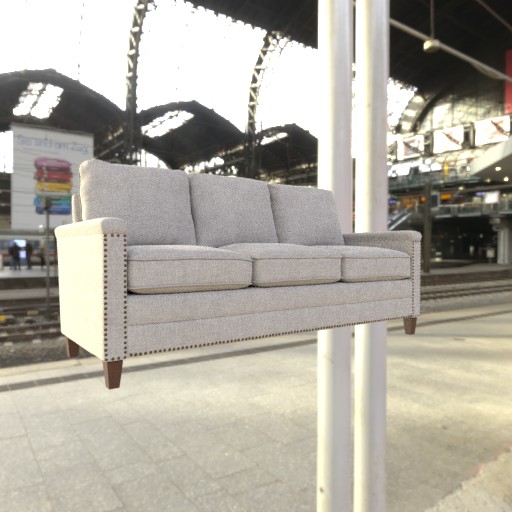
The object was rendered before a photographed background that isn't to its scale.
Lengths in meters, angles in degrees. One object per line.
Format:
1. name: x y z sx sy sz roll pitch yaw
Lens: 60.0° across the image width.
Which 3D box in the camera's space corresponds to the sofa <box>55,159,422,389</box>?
1. sofa: 0.000 0.000 2.452 1.925 0.959 0.828 0 1 -36
